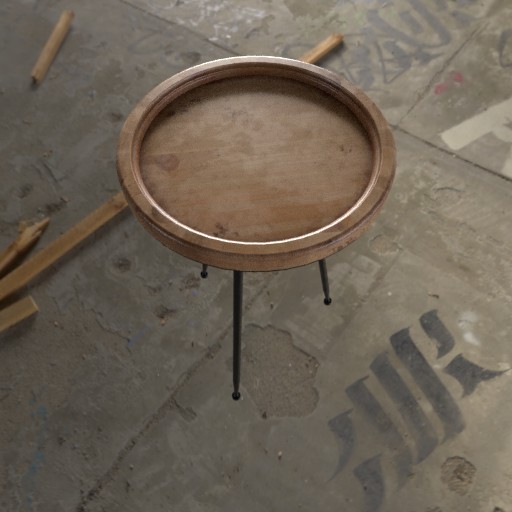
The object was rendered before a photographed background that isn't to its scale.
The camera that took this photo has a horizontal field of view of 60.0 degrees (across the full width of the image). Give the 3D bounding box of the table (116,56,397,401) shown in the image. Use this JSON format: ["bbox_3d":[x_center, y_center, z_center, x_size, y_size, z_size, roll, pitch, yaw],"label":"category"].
[{"bbox_3d":[0.000,0.000,0.934,0.414,0.664,0.418,-29,63,-17],"label":"table"}]
